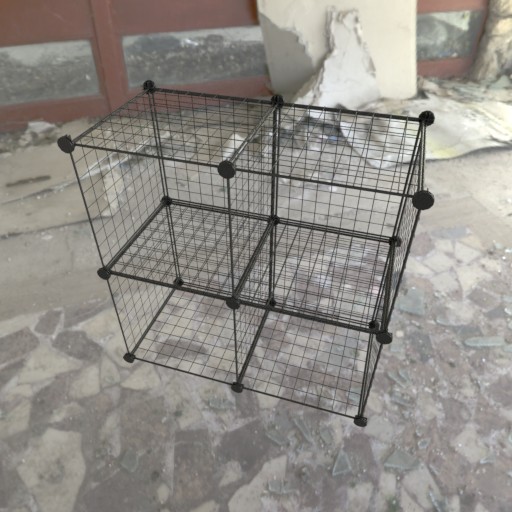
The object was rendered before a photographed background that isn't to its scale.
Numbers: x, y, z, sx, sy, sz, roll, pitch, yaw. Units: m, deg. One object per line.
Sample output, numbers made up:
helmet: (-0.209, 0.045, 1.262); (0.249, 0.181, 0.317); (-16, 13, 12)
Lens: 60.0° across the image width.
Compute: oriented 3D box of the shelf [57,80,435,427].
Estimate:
shelf: (0.000, 0.000, 1.142); (0.711, 0.711, 0.356); (11, 41, 13)
